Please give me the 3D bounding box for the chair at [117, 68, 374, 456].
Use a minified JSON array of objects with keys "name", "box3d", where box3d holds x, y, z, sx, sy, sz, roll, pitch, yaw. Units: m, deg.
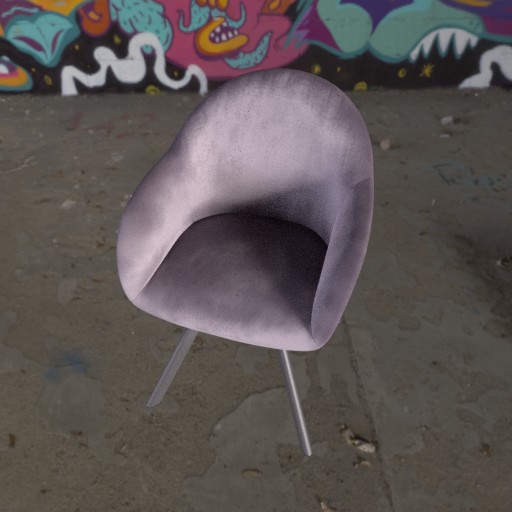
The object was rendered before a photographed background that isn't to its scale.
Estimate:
[{"name":"chair","box3d":[0.000,0.000,1.179,0.550,0.795,0.590,12,42,13]}]
